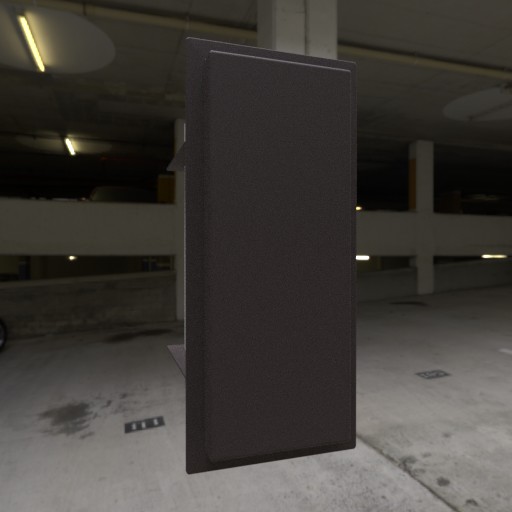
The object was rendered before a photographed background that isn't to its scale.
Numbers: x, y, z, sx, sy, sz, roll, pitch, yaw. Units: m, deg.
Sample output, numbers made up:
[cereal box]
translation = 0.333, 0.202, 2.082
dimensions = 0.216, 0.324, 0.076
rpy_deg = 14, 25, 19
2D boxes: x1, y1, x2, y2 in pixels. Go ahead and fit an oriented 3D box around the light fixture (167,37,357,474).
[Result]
[light fixture]
translation = 0.000, 0.000, 0.428
dimensions = 0.153, 0.347, 0.146
rpy_deg = 0, 0, -18
